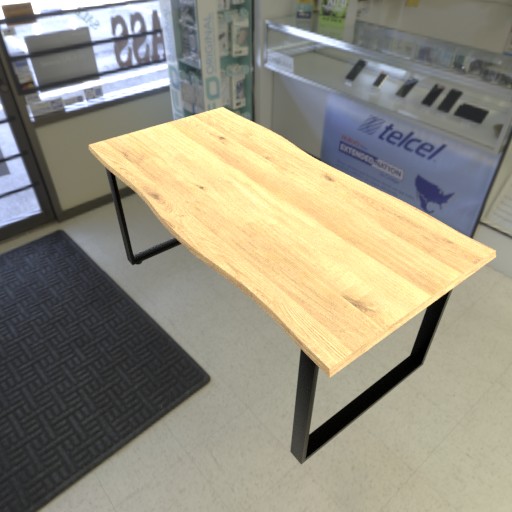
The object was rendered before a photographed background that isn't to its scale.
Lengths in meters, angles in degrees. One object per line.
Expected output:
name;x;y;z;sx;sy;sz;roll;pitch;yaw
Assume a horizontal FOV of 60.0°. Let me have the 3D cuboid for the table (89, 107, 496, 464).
table;0.000;0.000;2.240;0.900;0.780;1.800;-26;46;-28
